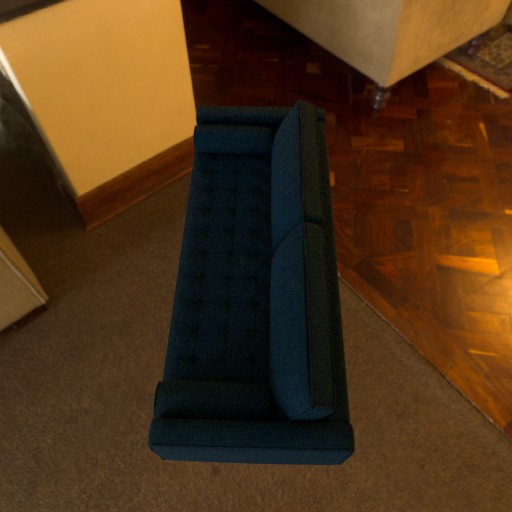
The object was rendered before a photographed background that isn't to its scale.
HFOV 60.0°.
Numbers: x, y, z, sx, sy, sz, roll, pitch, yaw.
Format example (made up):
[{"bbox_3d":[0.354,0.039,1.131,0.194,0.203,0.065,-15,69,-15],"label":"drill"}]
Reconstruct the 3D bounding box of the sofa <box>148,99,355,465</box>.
[{"bbox_3d":[0.000,0.000,2.631,0.914,0.762,2.210,1,58,1],"label":"sofa"}]
